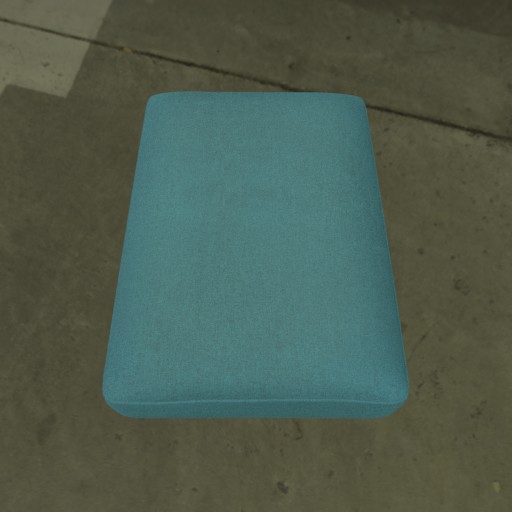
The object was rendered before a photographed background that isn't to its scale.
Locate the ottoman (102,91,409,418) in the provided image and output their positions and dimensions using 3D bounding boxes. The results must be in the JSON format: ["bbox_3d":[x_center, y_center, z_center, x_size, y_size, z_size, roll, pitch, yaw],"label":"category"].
[{"bbox_3d":[0.000,0.000,1.055,0.549,0.428,0.749,0,62,0],"label":"ottoman"}]
